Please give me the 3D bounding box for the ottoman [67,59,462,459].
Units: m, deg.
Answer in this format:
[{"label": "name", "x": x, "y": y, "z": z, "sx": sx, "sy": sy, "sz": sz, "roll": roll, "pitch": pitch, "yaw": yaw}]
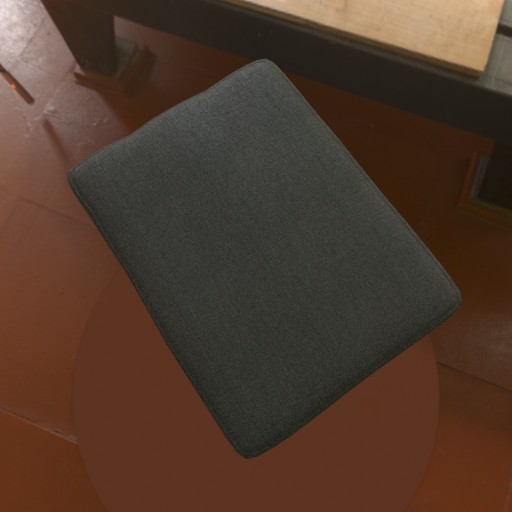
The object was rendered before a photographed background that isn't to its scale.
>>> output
[{"label": "ottoman", "x": 0.000, "y": 0.000, "z": 1.230, "sx": 0.639, "sy": 0.496, "sz": 0.826, "roll": -33, "pitch": 77, "yaw": -9}]
